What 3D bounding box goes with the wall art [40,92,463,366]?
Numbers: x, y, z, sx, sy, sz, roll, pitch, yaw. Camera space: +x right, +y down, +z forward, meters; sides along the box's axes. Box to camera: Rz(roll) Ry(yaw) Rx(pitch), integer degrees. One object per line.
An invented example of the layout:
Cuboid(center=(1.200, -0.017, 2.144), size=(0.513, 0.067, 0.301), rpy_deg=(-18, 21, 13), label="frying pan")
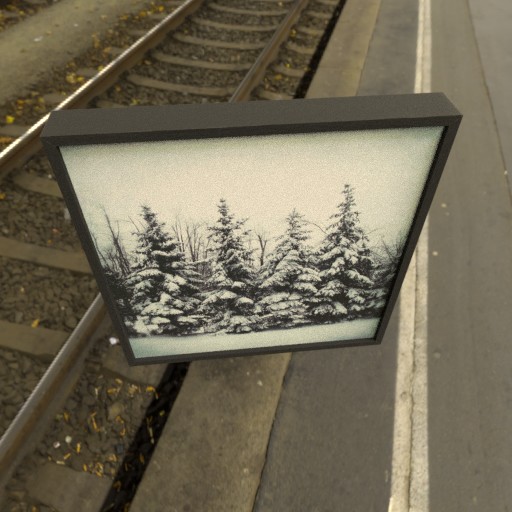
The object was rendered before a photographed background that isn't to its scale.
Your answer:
Cuboid(center=(0.000, 0.000, 0.439), size=(0.305, 0.305, 0.037), rpy_deg=(-4, 46, -4), label="wall art")
